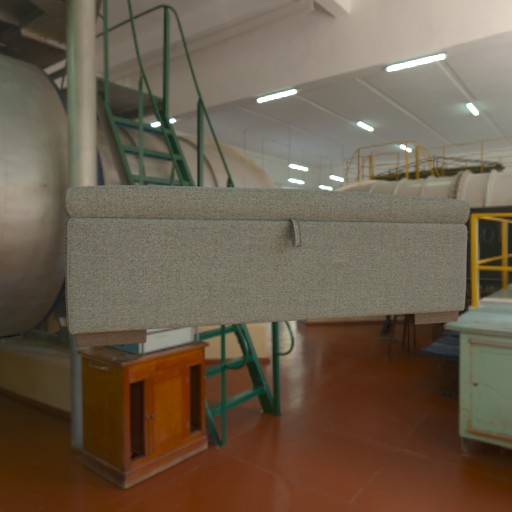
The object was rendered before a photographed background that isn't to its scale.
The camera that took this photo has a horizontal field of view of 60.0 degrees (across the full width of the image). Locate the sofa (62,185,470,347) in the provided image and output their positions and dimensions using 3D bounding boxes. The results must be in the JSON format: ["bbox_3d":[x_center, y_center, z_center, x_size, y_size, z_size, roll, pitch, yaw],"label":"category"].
[{"bbox_3d":[0.000,0.000,1.637,1.250,0.434,0.817,-1,2,-18],"label":"sofa"}]
